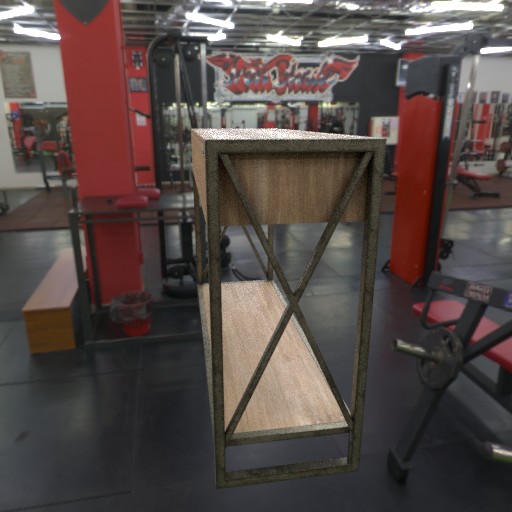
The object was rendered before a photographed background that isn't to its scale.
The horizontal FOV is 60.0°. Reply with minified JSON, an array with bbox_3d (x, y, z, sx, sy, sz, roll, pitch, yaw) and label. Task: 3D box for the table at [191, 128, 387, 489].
[{"bbox_3d":[0.000,0.000,1.413,0.361,0.763,1.059,-3,17,-9],"label":"table"}]
